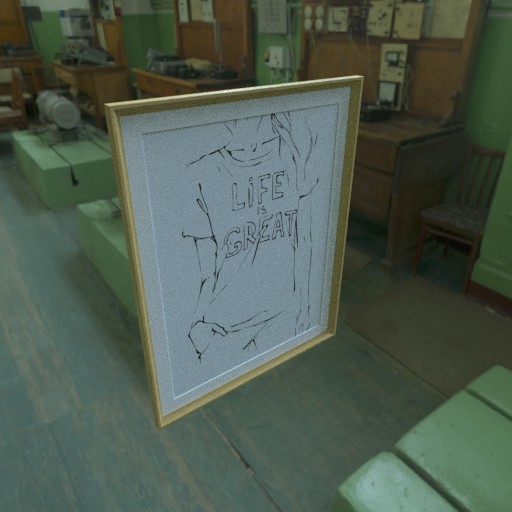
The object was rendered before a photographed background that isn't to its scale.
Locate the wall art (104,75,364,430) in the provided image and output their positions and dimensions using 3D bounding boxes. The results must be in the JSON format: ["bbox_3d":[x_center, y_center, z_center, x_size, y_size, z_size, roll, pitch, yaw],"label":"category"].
[{"bbox_3d":[0.000,0.000,1.397,0.798,1.002,0.030,-20,35,-32],"label":"wall art"}]
